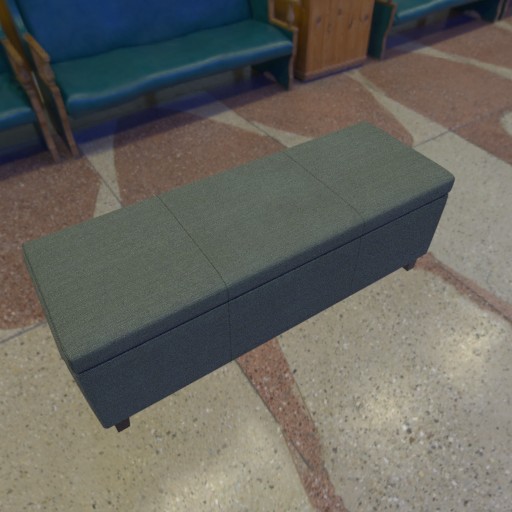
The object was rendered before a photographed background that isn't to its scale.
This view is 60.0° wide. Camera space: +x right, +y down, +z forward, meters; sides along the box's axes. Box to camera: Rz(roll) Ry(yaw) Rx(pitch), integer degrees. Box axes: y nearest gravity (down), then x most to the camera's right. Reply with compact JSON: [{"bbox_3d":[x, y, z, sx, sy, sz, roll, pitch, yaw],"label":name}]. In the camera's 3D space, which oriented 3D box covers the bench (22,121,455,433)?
[{"bbox_3d":[0.000,0.000,1.450,1.269,0.438,0.446,-25,50,-22],"label":"bench"}]
